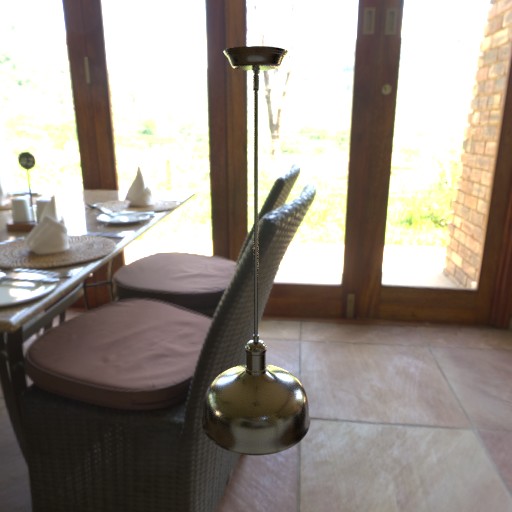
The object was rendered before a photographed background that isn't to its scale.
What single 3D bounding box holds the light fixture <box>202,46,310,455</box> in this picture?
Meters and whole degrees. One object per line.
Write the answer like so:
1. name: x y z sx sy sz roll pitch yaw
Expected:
1. light fixture: 0.000 0.000 1.104 0.299 0.935 0.299 3 16 9
